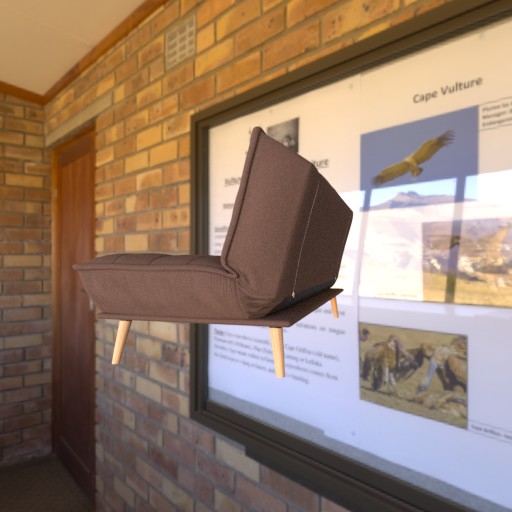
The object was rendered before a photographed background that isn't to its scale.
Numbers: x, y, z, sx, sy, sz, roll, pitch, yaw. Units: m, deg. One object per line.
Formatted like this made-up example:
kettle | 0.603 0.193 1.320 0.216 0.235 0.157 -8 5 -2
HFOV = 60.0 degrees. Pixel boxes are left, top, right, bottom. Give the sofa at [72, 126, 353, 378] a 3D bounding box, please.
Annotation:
sofa | 0.000 0.000 2.529 0.950 0.890 1.940 0 0 17
